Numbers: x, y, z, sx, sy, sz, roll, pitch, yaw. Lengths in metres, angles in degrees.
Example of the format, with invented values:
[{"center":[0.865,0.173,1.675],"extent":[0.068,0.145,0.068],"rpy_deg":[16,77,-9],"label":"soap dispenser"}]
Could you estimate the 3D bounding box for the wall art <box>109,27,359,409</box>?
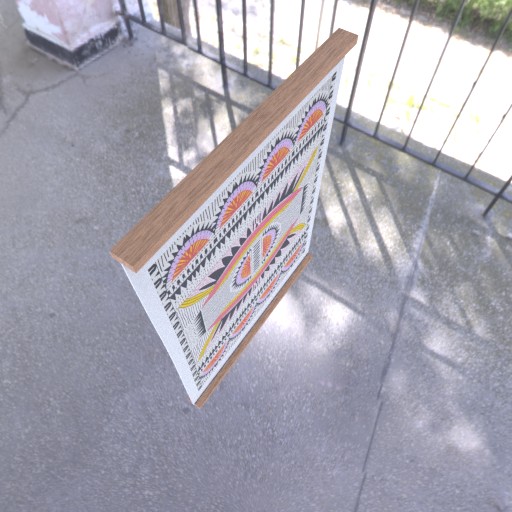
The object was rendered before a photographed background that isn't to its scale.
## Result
[{"center":[0.000,0.000,0.686],"extent":[0.028,0.527,0.403],"rpy_deg":[31,63,17],"label":"wall art"}]
